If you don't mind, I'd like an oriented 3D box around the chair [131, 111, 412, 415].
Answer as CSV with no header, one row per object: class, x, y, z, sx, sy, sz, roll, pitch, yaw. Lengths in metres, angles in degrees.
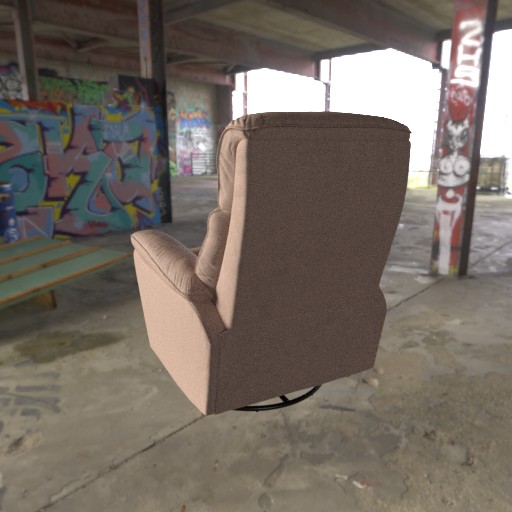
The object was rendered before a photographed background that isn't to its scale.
chair,0.000,0.000,1.753,0.820,1.037,1.004,-7,15,-26
